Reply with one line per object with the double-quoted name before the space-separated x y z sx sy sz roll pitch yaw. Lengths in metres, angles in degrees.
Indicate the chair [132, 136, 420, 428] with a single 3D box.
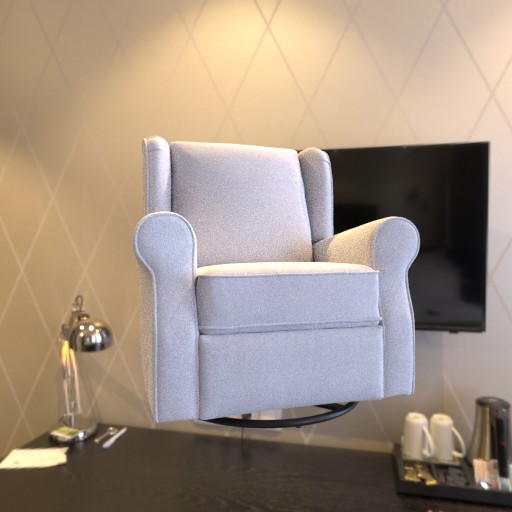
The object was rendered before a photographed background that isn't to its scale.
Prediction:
"chair" 0.000 0.000 1.655 0.906 0.967 0.854 0 1 -17
